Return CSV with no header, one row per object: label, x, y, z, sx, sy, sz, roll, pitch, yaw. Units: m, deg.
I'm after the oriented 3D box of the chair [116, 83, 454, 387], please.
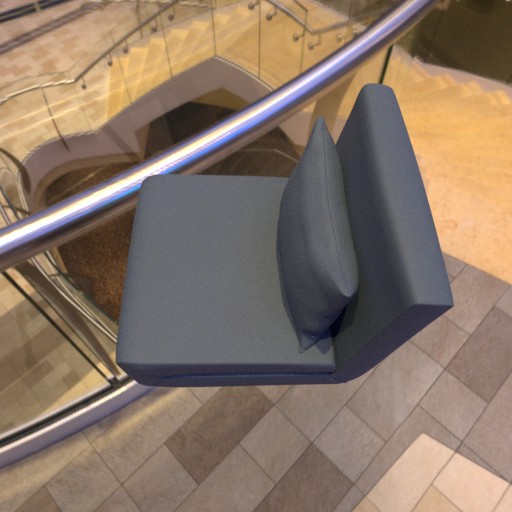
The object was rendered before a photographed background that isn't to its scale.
chair,0.000,0.000,1.507,0.900,0.808,0.770,-1,58,-1
